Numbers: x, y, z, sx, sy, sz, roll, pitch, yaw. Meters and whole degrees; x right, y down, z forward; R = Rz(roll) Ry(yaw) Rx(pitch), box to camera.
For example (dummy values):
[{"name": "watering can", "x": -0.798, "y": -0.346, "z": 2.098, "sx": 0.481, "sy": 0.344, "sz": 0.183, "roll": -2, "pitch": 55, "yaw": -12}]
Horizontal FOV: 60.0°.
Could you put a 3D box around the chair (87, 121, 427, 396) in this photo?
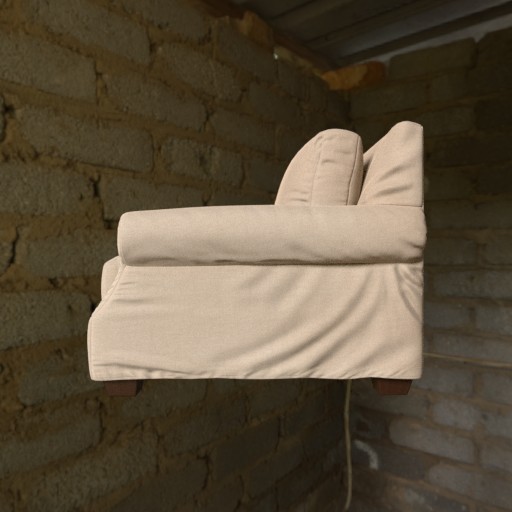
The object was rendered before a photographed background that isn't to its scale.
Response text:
[{"name": "chair", "x": 0.000, "y": 0.000, "z": 1.744, "sx": 1.066, "sy": 0.866, "sz": 0.940, "roll": 0, "pitch": 0, "yaw": -1}]
